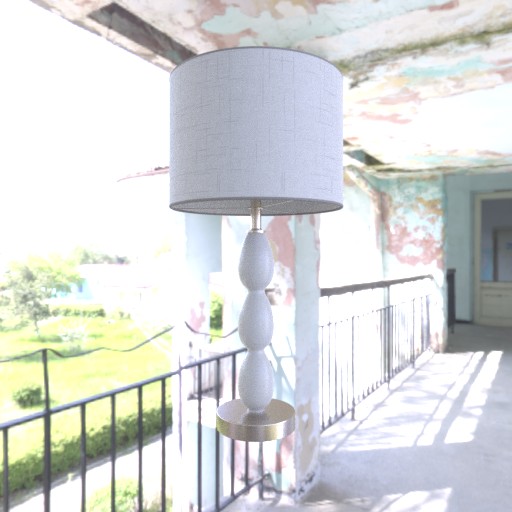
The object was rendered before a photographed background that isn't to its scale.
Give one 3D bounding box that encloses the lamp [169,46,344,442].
[{"bbox_3d":[0.000,0.000,0.728,0.282,0.559,0.280,0,1,35],"label":"lamp"}]
